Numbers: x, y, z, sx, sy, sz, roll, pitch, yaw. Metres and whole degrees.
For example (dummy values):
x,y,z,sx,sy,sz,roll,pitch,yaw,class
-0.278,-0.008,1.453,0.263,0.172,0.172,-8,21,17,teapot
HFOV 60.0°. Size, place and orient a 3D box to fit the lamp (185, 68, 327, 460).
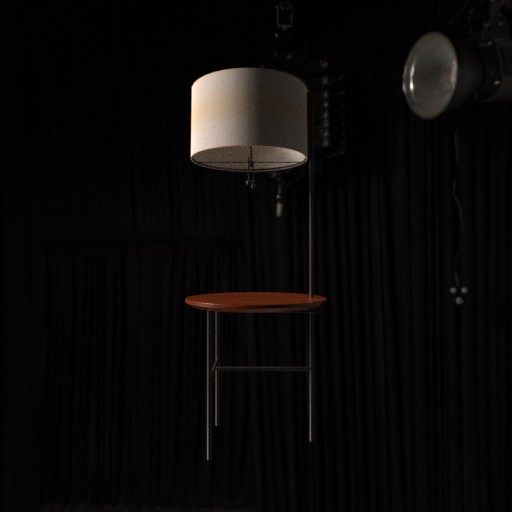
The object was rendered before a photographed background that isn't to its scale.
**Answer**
x,y,z,sx,sy,sz,roll,pitch,yaw,class
0.000,0.000,1.823,0.573,1.517,0.573,0,0,0,lamp
